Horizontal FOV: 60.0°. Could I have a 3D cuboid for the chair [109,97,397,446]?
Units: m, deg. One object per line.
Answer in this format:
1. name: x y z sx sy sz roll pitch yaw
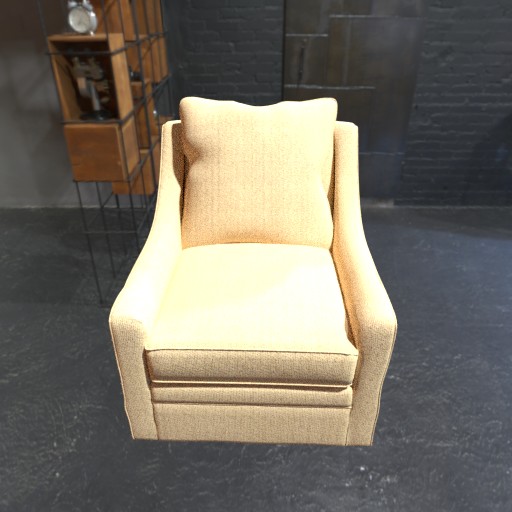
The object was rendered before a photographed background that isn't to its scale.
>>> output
1. chair: 0.000 0.000 1.538 0.760 0.927 0.876 1 30 2
